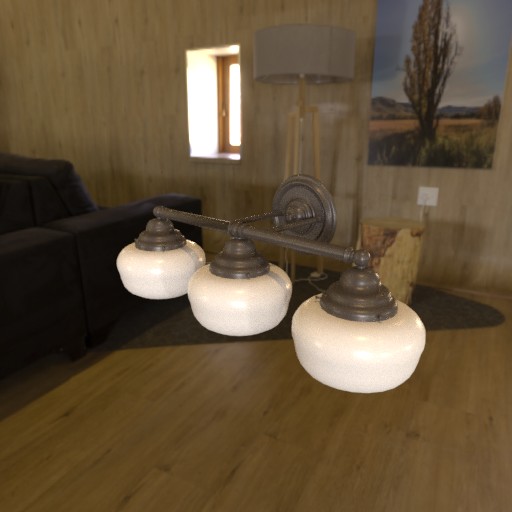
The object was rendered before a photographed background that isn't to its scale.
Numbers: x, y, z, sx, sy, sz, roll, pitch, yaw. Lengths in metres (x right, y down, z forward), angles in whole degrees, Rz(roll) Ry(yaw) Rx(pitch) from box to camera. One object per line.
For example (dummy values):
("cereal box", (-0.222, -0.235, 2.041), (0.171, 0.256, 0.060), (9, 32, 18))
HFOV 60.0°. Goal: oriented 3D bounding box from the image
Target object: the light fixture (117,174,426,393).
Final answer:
("light fixture", (0.000, 0.000, 0.714), (0.587, 0.242, 0.239), (15, 23, 41))
